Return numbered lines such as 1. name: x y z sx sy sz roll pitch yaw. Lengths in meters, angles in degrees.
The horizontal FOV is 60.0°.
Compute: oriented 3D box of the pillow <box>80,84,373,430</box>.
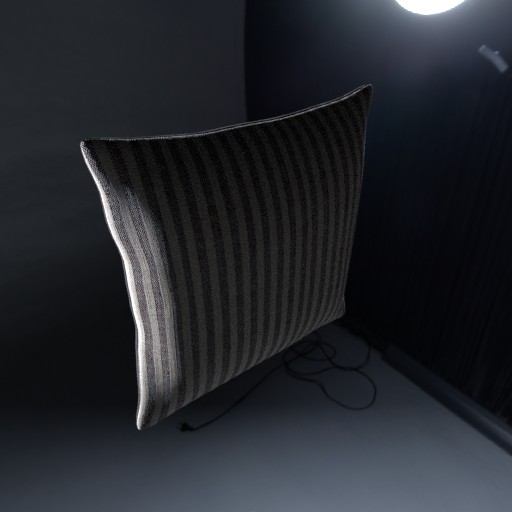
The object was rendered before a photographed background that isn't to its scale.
1. pillow: 0.000 0.000 0.772 0.523 0.506 0.166 -22 38 -31
